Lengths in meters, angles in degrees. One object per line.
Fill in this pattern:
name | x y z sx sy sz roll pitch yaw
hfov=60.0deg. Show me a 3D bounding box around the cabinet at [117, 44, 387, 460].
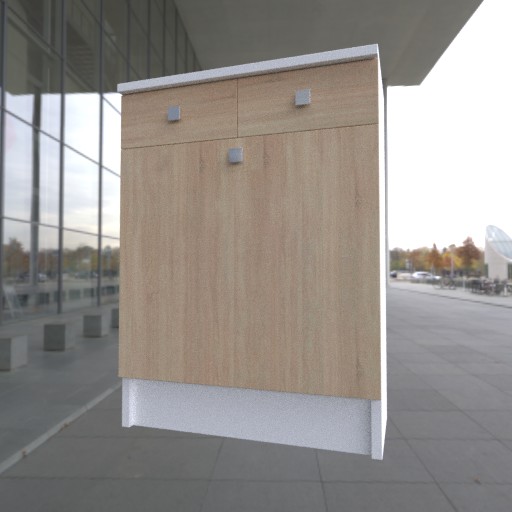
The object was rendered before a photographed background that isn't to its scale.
cabinet | 0.000 0.000 1.087 0.600 0.815 0.296 -1 -2 18
